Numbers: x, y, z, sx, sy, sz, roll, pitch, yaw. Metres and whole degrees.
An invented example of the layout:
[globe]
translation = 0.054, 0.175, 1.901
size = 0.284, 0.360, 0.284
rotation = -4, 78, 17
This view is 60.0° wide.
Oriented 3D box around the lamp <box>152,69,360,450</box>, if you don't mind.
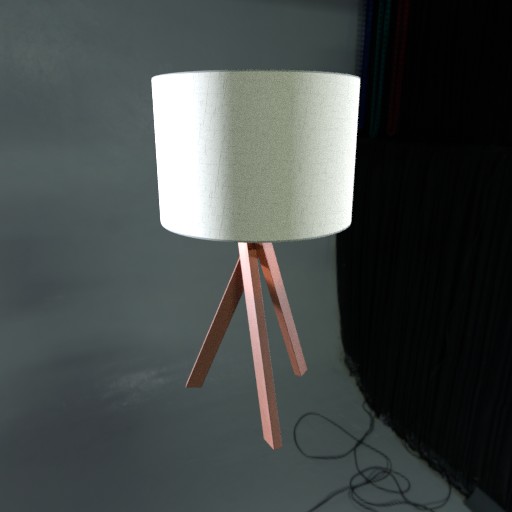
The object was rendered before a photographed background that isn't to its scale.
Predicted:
[lamp]
translation = 0.000, 0.000, 0.928
size = 0.380, 0.686, 0.380
rotation = -9, 19, -27
